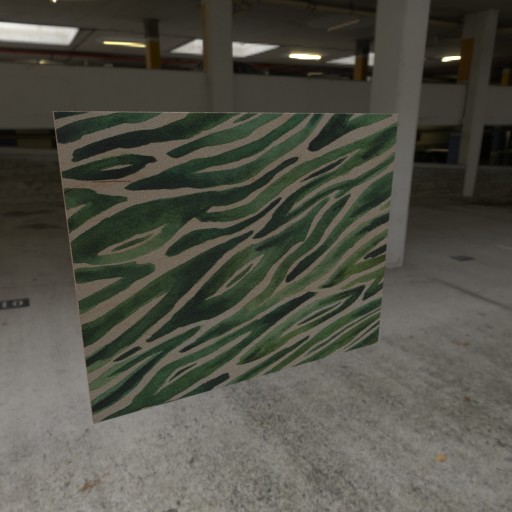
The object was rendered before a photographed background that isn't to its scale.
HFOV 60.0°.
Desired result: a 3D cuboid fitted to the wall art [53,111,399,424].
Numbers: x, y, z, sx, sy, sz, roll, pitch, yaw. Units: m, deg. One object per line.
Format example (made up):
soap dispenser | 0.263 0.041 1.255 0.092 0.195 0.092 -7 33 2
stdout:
wall art | 0.000 0.000 0.664 0.508 0.408 0.012 -9 19 -26
